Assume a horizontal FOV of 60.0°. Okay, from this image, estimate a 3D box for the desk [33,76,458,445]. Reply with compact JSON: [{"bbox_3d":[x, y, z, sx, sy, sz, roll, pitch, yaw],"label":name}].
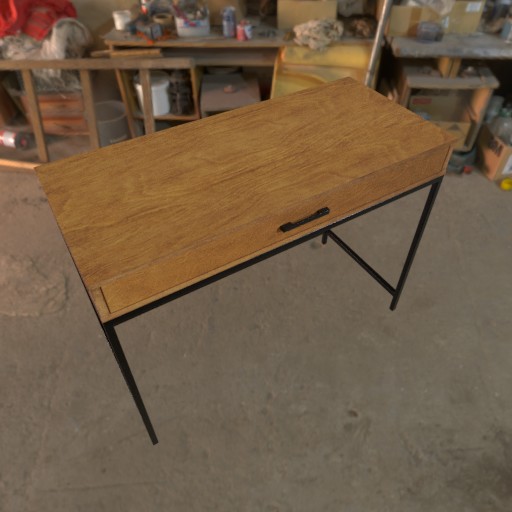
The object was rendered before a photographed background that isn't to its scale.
[{"bbox_3d":[0.000,0.000,1.423,1.016,0.762,0.470,-24,50,-21],"label":"desk"}]
